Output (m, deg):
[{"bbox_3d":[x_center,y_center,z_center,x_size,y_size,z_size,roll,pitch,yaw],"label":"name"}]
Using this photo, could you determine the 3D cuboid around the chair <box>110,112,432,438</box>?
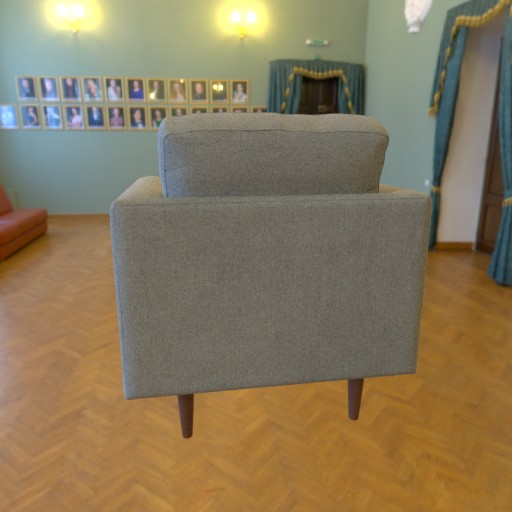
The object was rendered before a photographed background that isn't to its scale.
[{"bbox_3d":[0.000,0.000,1.549,0.855,0.927,0.800,-2,15,-9],"label":"chair"}]
